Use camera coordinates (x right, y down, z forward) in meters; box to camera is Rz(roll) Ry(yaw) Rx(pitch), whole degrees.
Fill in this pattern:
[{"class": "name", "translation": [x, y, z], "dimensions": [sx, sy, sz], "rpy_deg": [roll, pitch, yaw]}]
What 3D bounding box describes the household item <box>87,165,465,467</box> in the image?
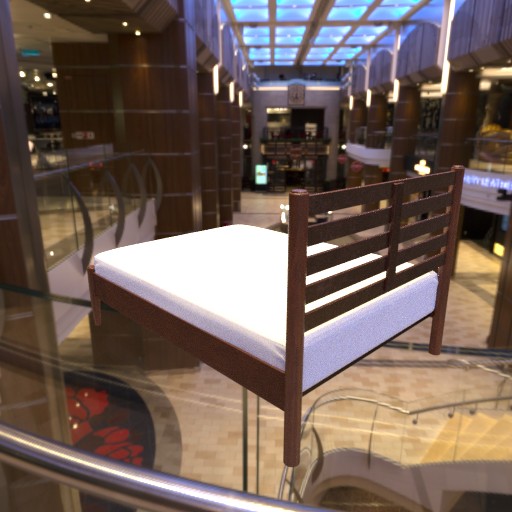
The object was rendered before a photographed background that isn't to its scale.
[{"class": "household item", "translation": [0.000, 0.000, 3.288], "dimensions": [1.663, 1.356, 2.232], "rpy_deg": [-15, 23, -42]}]
